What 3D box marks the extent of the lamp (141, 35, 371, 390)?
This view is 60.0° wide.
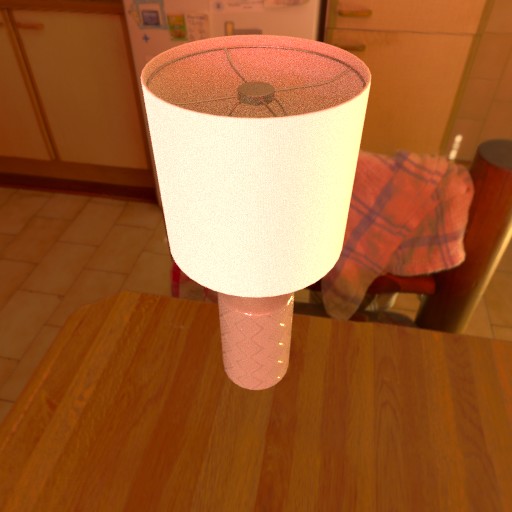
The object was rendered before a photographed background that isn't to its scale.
[{"bbox_3d":[0.000,0.000,0.559,0.207,0.461,0.207,-13,44,-14],"label":"lamp"}]
